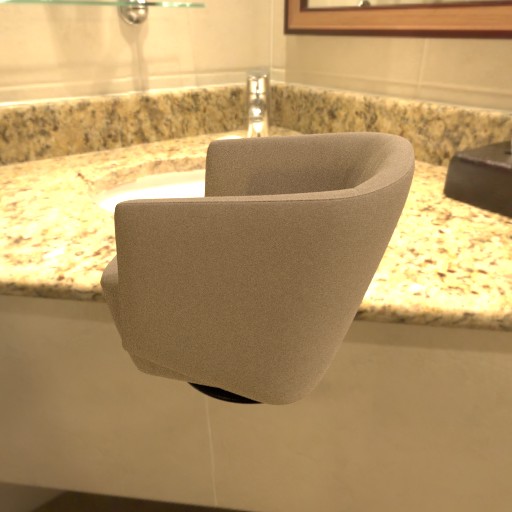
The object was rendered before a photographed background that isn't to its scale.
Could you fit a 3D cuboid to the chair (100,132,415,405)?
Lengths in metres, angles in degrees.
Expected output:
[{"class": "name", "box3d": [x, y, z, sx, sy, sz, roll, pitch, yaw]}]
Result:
[{"class": "chair", "box3d": [0.000, 0.000, 1.631, 0.986, 0.861, 0.822, 7, 29, 13]}]
